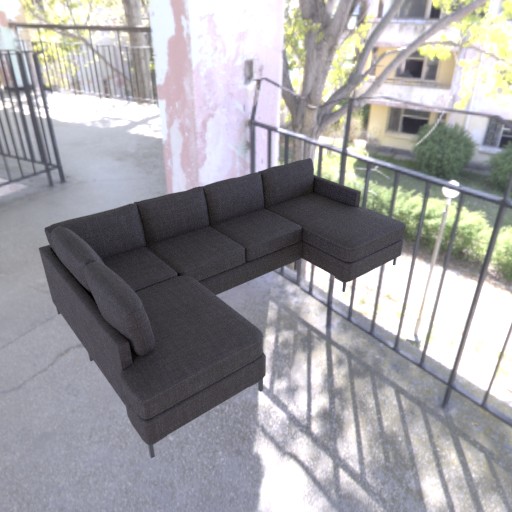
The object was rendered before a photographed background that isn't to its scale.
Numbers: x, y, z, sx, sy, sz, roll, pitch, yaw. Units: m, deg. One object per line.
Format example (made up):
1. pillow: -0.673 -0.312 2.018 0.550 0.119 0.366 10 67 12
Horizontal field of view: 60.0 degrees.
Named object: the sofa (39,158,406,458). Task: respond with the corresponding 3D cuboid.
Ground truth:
1. sofa: 0.000 0.000 4.281 3.423 0.999 2.048 -21 36 -33
